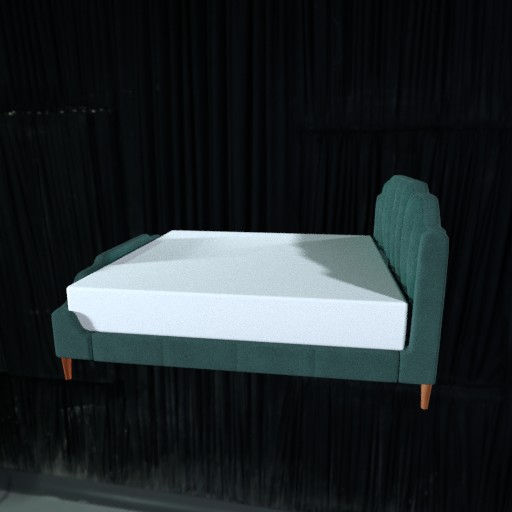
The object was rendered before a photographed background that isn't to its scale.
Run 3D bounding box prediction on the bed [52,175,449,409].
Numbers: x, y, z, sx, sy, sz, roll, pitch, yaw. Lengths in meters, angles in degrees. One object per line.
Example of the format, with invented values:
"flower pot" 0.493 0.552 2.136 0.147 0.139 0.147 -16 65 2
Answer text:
"bed" 0.000 0.000 3.532 2.340 1.245 2.074 2 14 8
